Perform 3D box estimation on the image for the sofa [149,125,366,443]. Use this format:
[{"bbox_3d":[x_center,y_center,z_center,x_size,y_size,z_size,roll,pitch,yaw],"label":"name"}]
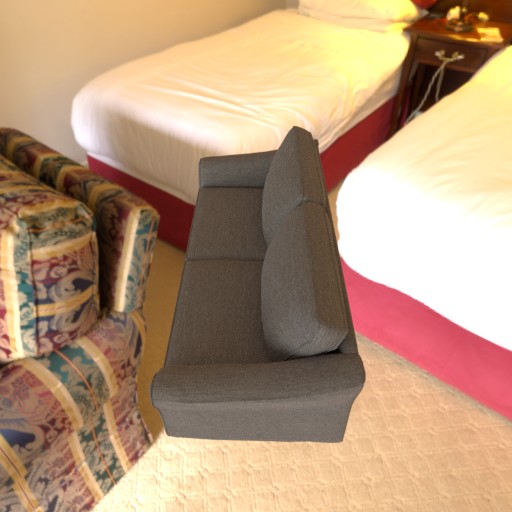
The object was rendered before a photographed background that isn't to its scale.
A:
[{"bbox_3d":[0.000,0.000,2.886,0.971,0.950,2.270,0,41,1],"label":"sofa"}]
